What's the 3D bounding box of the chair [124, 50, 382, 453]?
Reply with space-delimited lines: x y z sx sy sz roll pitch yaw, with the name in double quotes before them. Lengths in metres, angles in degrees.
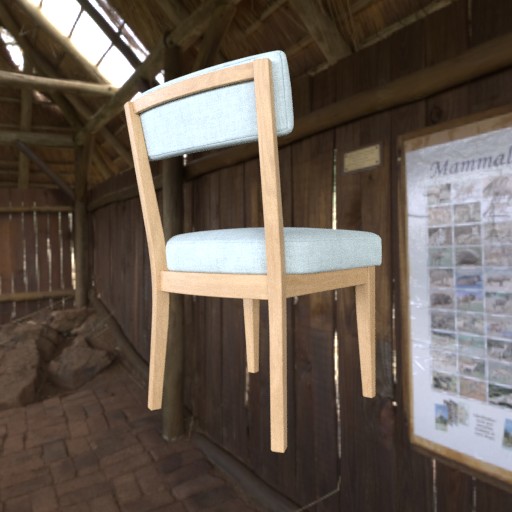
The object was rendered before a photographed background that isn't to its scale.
"chair" 0.000 0.000 1.208 0.508 0.832 0.572 1 1 38
